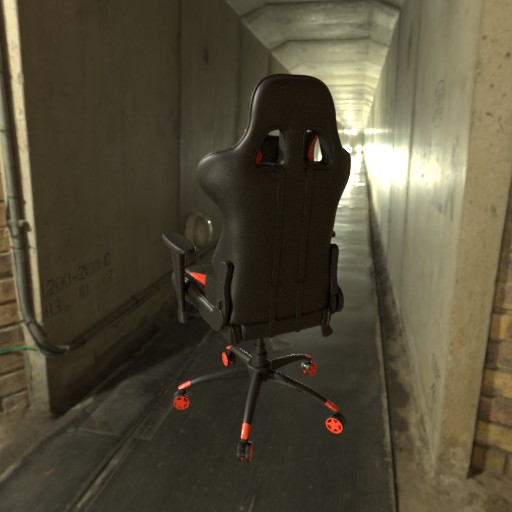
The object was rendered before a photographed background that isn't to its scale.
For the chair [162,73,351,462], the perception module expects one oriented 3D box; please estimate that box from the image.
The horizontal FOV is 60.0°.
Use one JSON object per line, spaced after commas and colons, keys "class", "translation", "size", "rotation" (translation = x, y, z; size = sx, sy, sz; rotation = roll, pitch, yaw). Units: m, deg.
{"class": "chair", "translation": [0.000, 0.000, 1.752], "size": [0.695, 1.282, 0.730], "rotation": [-7, 17, -24]}
